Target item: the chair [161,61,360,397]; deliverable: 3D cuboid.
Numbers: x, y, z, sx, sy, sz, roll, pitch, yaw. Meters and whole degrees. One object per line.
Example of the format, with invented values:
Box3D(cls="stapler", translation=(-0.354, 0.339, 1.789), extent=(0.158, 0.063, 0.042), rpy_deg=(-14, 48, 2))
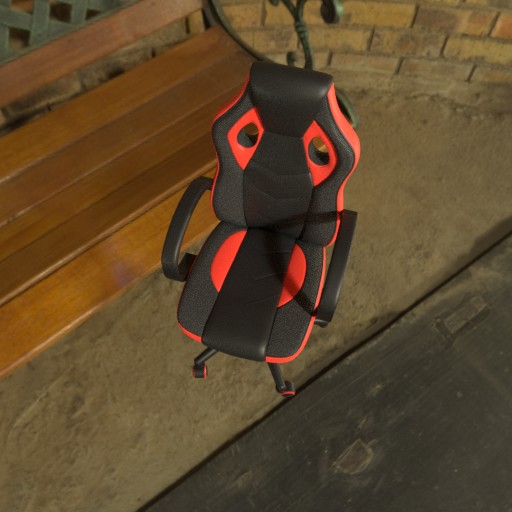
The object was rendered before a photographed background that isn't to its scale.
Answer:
Box3D(cls="chair", translation=(0.000, 0.000, 1.448), extent=(0.600, 1.016, 0.642), rpy_deg=(14, 60, 9))
